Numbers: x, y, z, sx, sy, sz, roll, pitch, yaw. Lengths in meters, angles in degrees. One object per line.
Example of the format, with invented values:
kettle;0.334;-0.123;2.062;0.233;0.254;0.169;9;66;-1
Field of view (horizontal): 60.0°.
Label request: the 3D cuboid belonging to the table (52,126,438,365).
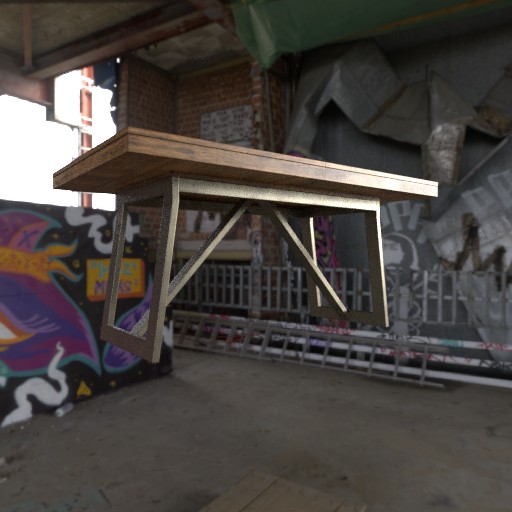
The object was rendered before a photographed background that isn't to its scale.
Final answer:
table;0.000;0.000;2.158;1.641;0.757;0.931;0;0;-37
